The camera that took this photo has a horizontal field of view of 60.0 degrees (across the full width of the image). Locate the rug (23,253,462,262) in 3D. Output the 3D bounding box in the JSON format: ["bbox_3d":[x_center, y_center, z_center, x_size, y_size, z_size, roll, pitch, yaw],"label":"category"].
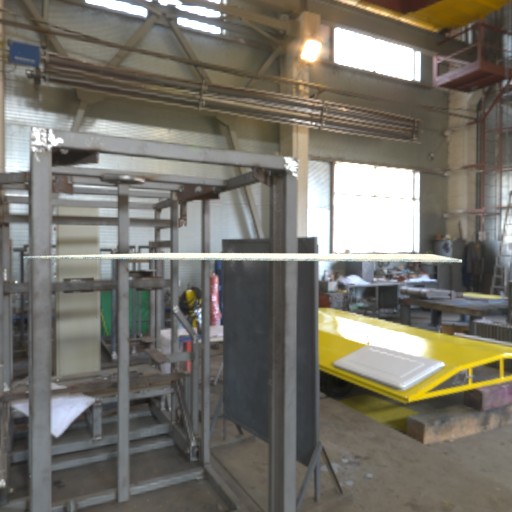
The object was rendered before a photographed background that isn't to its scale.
[{"bbox_3d":[0.000,0.000,2.331,1.820,0.009,1.260,0,1,18],"label":"rug"}]
